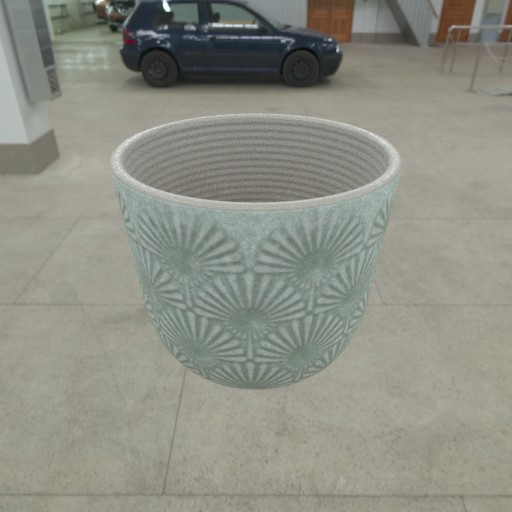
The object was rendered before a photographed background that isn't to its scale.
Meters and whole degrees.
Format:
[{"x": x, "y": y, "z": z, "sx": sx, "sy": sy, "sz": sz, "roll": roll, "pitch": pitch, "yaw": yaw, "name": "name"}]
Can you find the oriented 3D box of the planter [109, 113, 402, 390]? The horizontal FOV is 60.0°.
[{"x": 0.000, "y": 0.000, "z": 0.304, "sx": 0.170, "sy": 0.152, "sz": 0.170, "roll": 0, "pitch": 31, "yaw": 0, "name": "planter"}]
